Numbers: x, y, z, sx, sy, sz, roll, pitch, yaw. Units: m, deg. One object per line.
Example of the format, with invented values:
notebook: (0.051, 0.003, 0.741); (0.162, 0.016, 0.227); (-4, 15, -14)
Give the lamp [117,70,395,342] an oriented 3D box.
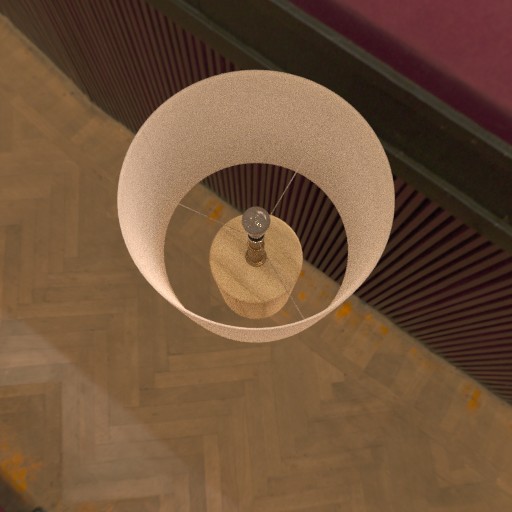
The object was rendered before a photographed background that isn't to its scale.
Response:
lamp: (0.000, 0.000, 0.577); (0.228, 0.444, 0.228); (38, 79, 9)
